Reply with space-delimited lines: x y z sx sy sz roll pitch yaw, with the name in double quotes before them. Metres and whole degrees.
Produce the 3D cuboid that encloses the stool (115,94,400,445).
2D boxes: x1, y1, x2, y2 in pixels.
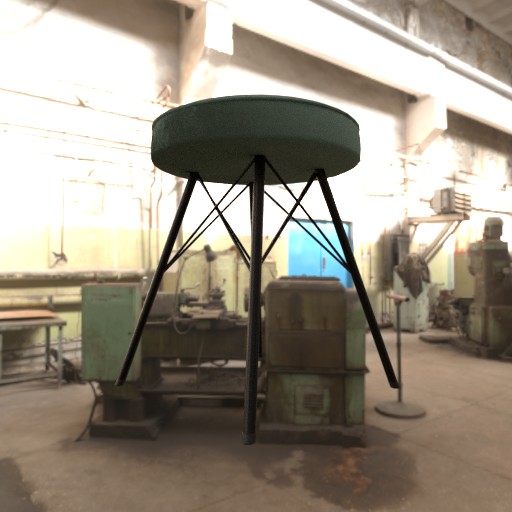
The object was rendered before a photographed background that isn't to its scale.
"stool" 0.000 0.000 0.881 0.458 0.519 0.457 0 -1 -34
